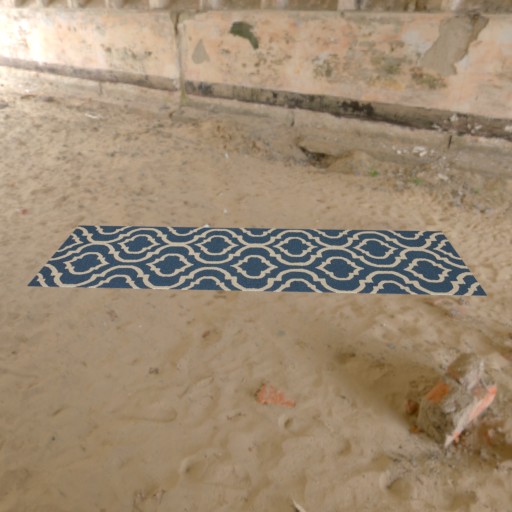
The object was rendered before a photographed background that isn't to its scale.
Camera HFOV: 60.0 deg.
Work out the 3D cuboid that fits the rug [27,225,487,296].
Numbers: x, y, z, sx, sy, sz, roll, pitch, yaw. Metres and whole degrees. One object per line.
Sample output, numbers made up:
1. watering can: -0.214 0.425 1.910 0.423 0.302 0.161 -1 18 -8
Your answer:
1. rug: 0.000 0.000 2.508 2.296 0.006 0.685 1 30 2
